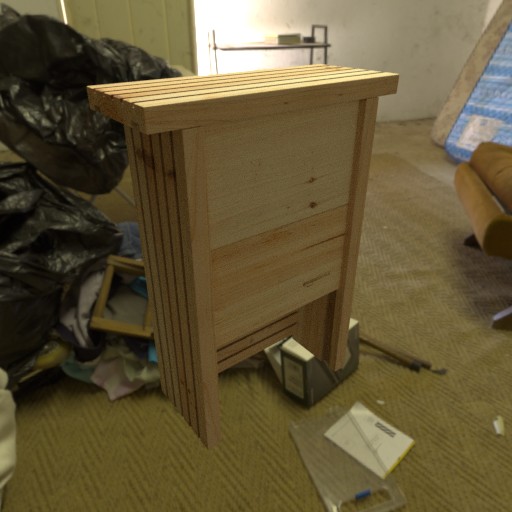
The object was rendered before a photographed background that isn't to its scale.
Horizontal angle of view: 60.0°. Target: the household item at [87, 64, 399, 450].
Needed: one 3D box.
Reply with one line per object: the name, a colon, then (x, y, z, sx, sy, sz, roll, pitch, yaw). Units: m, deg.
household item: (0.000, 0.000, 0.545, 0.301, 0.407, 0.123, -21, 35, -32)
